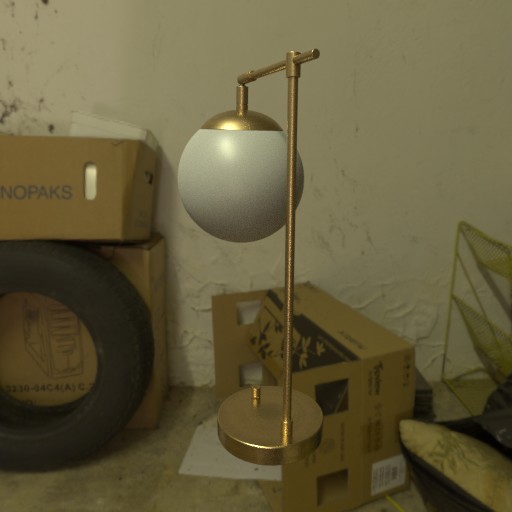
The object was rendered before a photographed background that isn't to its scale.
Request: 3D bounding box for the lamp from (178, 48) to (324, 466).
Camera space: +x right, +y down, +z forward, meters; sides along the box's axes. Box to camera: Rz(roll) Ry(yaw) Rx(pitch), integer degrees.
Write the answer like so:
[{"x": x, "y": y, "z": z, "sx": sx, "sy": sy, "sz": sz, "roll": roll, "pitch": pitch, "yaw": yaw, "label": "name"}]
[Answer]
[{"x": 0.000, "y": 0.000, "z": 0.705, "sx": 0.207, "sy": 0.559, "sz": 0.324, "roll": -6, "pitch": 15, "yaw": -24, "label": "lamp"}]
